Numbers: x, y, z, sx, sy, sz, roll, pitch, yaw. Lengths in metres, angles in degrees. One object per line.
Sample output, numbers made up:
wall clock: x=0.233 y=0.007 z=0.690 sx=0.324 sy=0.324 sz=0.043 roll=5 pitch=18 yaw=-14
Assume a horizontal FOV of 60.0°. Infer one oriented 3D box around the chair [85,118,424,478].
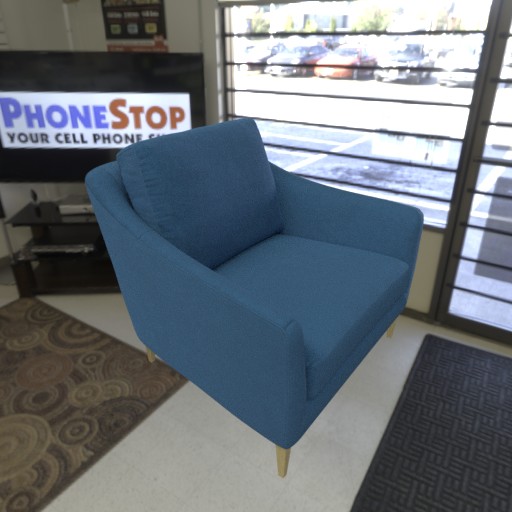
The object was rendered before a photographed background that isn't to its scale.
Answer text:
chair: x=0.000 y=0.000 z=1.686 sx=0.961 sy=0.899 sz=0.987 roll=18 pitch=32 yaw=32
